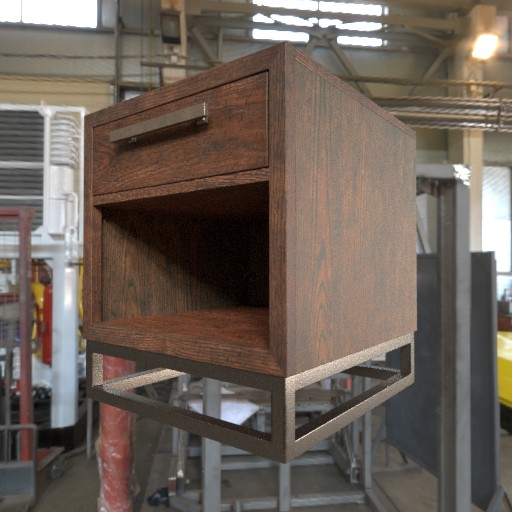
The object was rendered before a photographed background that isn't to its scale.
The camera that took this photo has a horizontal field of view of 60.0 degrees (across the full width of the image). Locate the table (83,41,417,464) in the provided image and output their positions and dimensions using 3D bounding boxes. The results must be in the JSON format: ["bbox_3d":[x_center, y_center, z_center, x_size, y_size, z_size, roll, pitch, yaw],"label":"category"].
[{"bbox_3d":[0.000,0.000,0.962,0.506,0.582,0.566,-1,-1,38],"label":"table"}]
